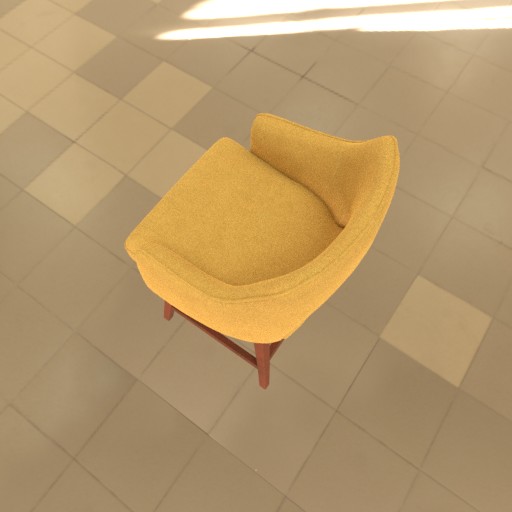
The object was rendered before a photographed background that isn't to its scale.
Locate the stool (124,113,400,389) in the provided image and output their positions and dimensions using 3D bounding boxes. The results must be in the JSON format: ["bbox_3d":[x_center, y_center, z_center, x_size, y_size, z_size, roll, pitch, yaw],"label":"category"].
[{"bbox_3d":[0.000,0.000,1.292,0.558,0.924,0.548,32,68,14],"label":"stool"}]
